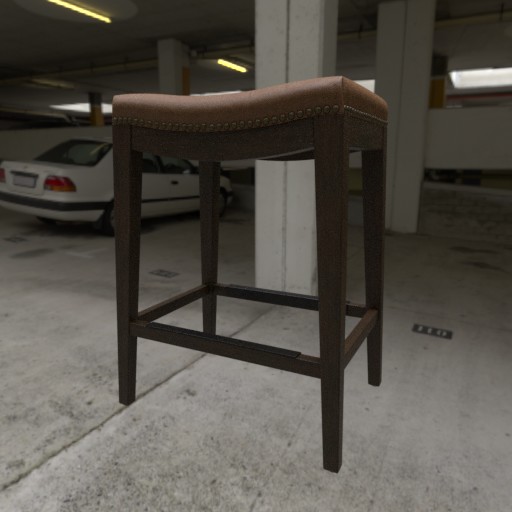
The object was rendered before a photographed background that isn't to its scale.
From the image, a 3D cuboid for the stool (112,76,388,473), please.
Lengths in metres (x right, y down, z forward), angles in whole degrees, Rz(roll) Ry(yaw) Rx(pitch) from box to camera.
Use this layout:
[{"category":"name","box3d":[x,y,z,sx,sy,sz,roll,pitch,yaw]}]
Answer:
[{"category":"stool","box3d":[0.000,0.000,0.961,0.500,0.660,0.361,6,14,26]}]
